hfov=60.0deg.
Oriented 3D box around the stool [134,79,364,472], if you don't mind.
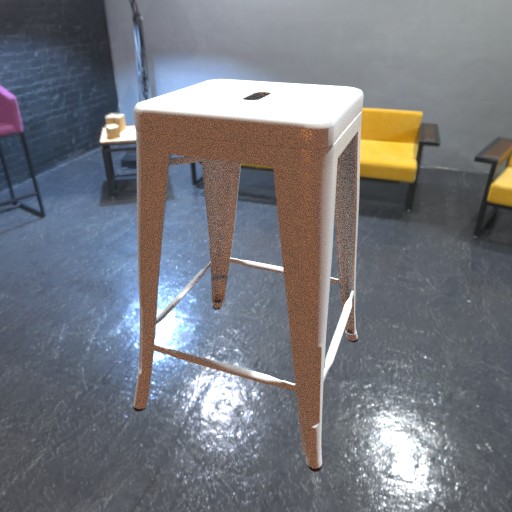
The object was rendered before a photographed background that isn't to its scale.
[{"bbox_3d":[0.000,0.000,0.880,0.406,0.610,0.406,11,32,18],"label":"stool"}]
